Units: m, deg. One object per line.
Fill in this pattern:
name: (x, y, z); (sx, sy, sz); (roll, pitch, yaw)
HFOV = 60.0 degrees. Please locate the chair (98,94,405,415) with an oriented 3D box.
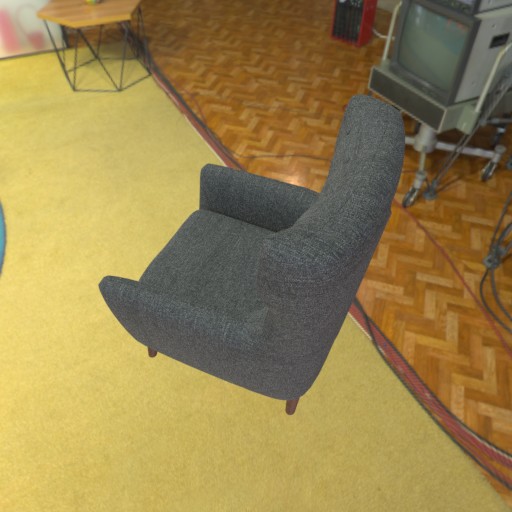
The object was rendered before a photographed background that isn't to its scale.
chair: (0.000, 0.000, 1.748); (0.904, 1.063, 0.878); (18, 49, 16)
